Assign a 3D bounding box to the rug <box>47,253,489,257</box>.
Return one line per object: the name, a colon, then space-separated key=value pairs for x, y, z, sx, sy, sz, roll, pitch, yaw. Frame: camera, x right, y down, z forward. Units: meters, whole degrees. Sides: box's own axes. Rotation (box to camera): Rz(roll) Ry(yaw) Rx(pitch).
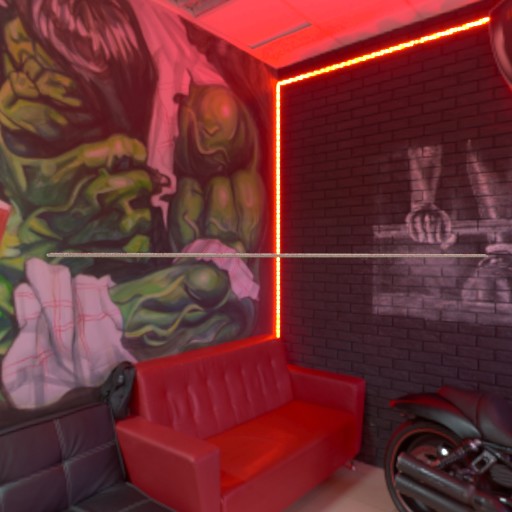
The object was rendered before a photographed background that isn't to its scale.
rug: x=0.000 y=0.000 z=2.318 sx=1.839 sy=0.012 sz=1.219 roll=0 pitch=0 yaw=-18
